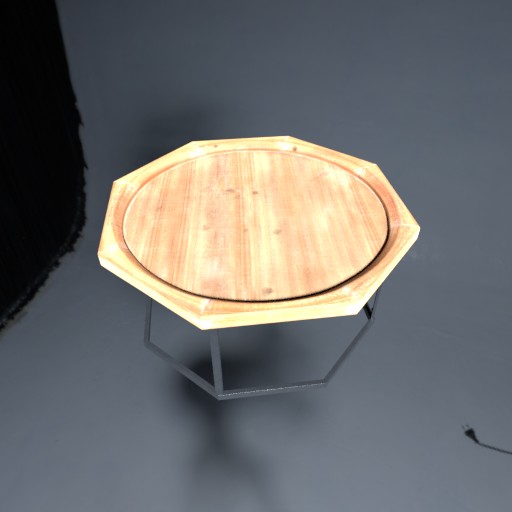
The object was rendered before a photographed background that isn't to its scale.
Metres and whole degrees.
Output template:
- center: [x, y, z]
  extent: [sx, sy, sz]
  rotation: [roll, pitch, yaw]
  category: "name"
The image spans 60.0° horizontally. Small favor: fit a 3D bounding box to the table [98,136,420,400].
- center: [0.000, 0.000, 1.547]
  extent: [1.002, 0.444, 1.002]
  rotation: [0, 40, 0]
  category: "table"
